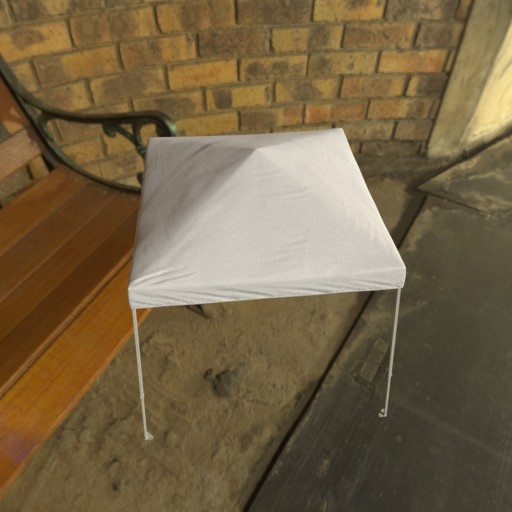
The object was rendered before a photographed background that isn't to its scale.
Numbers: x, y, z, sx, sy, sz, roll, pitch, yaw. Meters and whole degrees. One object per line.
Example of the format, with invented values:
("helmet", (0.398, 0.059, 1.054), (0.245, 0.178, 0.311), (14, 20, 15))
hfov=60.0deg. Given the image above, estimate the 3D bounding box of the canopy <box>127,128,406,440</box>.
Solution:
("canopy", (0.000, 0.000, 6.515), (3.600, 3.600, 3.599), (-4, 46, -4))
